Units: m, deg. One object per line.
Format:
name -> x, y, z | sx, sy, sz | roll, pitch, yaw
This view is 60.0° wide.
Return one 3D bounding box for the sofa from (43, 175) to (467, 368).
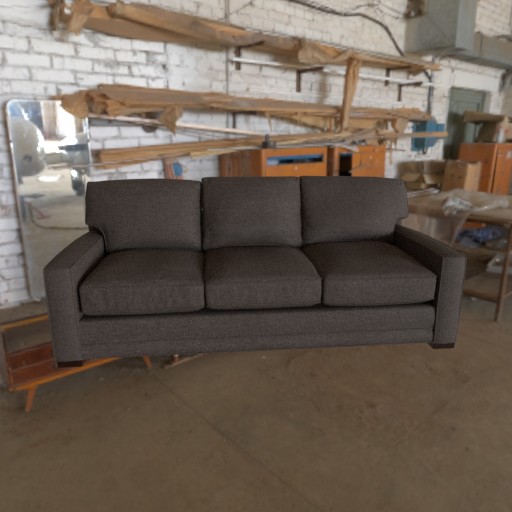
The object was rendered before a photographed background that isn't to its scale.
sofa -> 0.000, 0.000, 2.933 | 2.369, 0.978, 1.004 | -2, 16, -6
